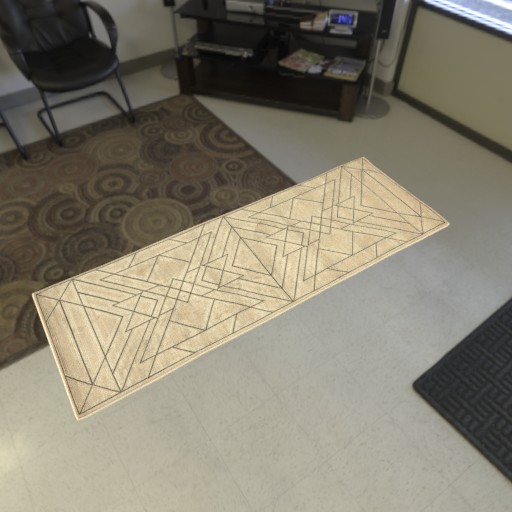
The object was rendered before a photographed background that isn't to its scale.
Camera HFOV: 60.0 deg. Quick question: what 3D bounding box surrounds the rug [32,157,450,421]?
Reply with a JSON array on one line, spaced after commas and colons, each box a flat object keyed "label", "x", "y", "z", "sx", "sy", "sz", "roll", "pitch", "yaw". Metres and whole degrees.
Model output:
[{"label": "rug", "x": 0.000, "y": 0.000, "z": 2.611, "sx": 2.381, "sy": 0.036, "sz": 0.831, "roll": -25, "pitch": 53, "yaw": -21}]
